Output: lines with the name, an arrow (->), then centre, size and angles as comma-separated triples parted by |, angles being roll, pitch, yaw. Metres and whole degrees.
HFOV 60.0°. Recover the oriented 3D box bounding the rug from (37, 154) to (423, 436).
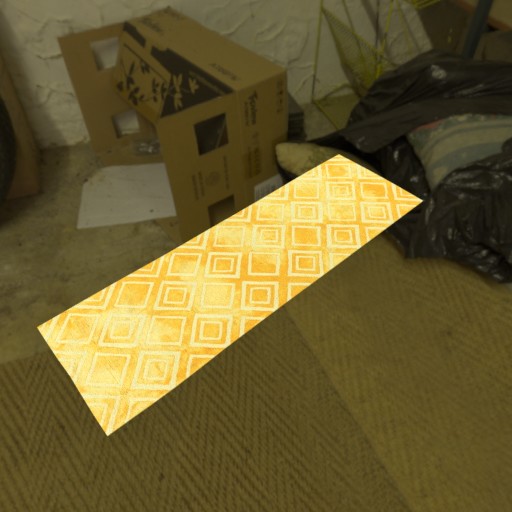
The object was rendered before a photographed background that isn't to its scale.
rug -> 0.000, 0.000, 2.710 | 2.438, 0.010, 0.775 | -33, 55, -27
